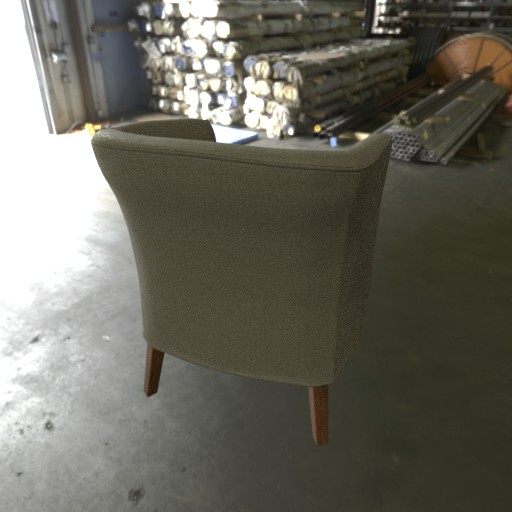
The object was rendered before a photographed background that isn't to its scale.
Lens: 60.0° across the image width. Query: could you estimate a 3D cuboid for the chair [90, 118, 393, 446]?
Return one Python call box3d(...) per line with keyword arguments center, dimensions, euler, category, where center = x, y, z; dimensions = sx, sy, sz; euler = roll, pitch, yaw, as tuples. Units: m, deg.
box3d(center=(0.000, 0.000, 1.201), dimensions=(0.600, 0.771, 0.668), euler=(10, 31, 17), category="chair")
